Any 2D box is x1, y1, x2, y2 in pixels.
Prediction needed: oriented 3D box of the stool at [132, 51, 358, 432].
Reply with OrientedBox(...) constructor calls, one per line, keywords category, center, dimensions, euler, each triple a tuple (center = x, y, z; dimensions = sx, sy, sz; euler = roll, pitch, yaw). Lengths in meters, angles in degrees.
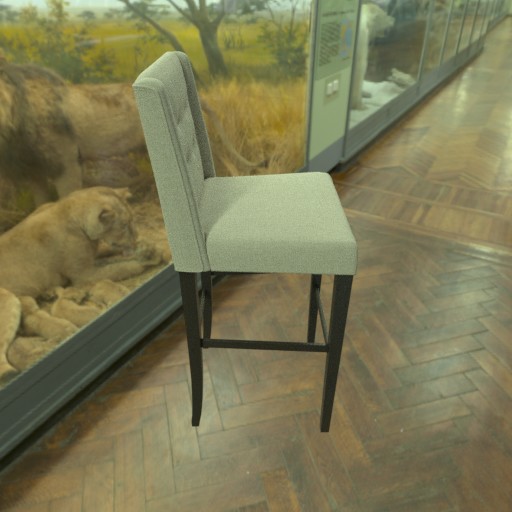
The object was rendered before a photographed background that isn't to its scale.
OrientedBox(category="stool", center=(0.000, 0.000, 1.369), dimensions=(0.509, 1.116, 0.474), euler=(0, 32, 0))
